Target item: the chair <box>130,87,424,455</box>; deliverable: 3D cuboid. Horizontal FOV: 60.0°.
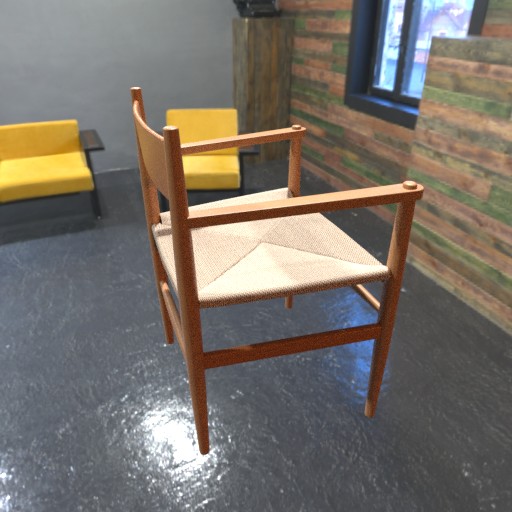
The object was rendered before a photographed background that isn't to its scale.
[{"bbox_3d":[0.000,0.000,1.111,0.495,0.762,0.556,-10,31,-18],"label":"chair"}]
